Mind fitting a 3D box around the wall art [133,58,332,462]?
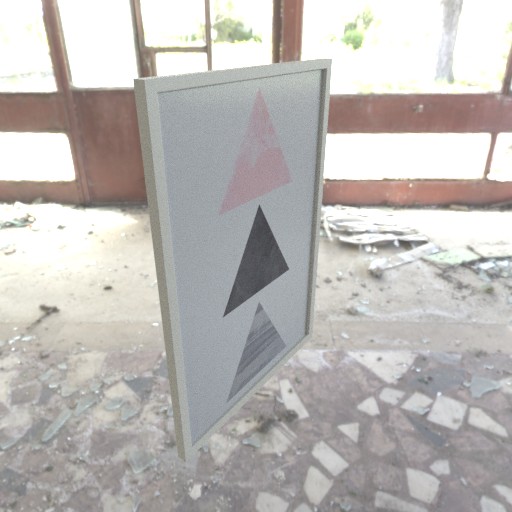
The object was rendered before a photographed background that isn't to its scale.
[{"bbox_3d":[0.000,0.000,0.548,0.013,0.433,0.303,19,33,32],"label":"wall art"}]
